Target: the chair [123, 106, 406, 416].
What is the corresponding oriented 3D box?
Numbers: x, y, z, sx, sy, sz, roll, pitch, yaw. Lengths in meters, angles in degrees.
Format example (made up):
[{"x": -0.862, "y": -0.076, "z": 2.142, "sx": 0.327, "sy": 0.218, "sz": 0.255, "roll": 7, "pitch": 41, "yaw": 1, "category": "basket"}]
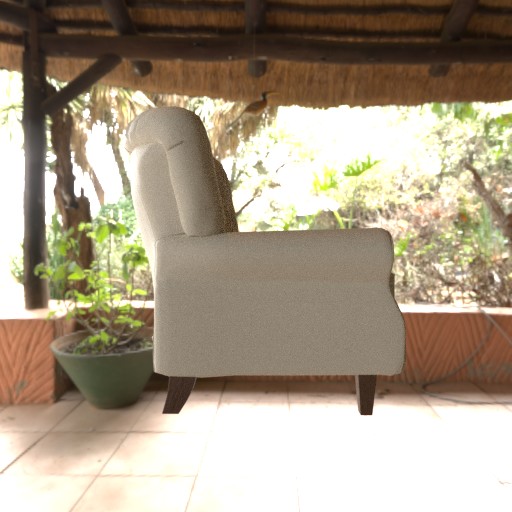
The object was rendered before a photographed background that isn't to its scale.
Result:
[{"x": 0.000, "y": 0.000, "z": 2.031, "sx": 1.132, "sy": 1.169, "sz": 1.035, "roll": 0, "pitch": 1, "yaw": 1, "category": "chair"}]
